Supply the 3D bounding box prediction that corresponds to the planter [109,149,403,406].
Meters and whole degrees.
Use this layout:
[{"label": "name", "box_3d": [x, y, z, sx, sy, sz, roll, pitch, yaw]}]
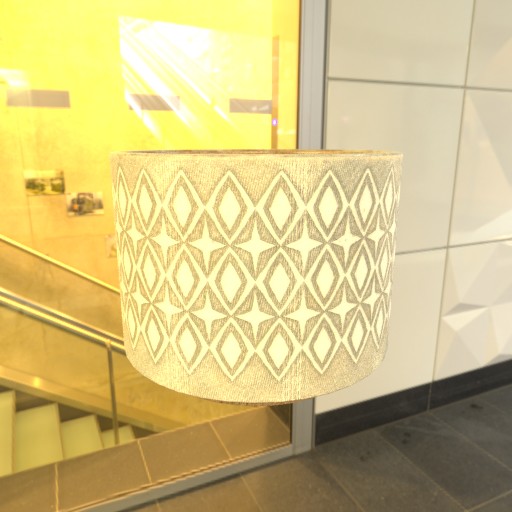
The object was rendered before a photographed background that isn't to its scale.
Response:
[{"label": "planter", "box_3d": [0.000, 0.000, 0.312, 0.186, 0.144, 0.186, 0, 14, 0]}]
